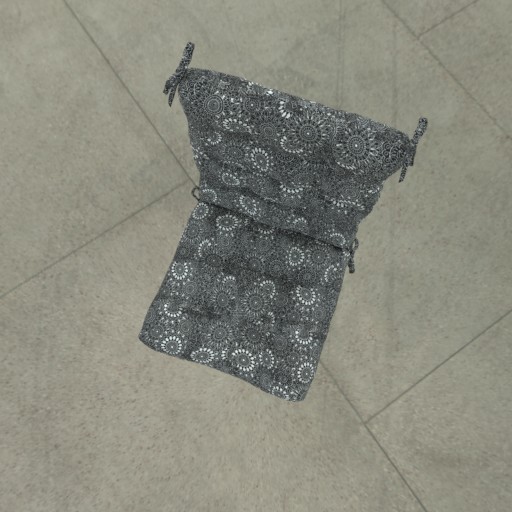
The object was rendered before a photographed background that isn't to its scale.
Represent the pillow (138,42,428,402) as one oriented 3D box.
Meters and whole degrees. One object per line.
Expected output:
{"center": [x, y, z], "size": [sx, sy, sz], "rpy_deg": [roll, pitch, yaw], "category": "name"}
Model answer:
{"center": [0.000, 0.000, 1.029], "size": [0.519, 0.605, 0.571], "rpy_deg": [19, 76, 5], "category": "pillow"}
